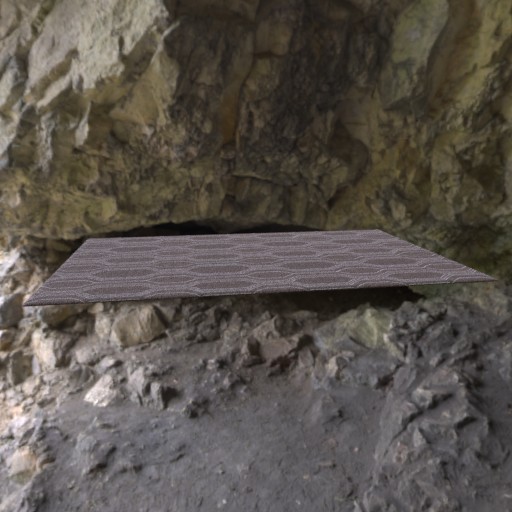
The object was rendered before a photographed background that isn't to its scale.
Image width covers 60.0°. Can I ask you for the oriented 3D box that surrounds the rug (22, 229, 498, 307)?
[{"bbox_3d":[0.000,0.000,2.983,2.457,0.012,1.541,-2,14,-9],"label":"rug"}]
